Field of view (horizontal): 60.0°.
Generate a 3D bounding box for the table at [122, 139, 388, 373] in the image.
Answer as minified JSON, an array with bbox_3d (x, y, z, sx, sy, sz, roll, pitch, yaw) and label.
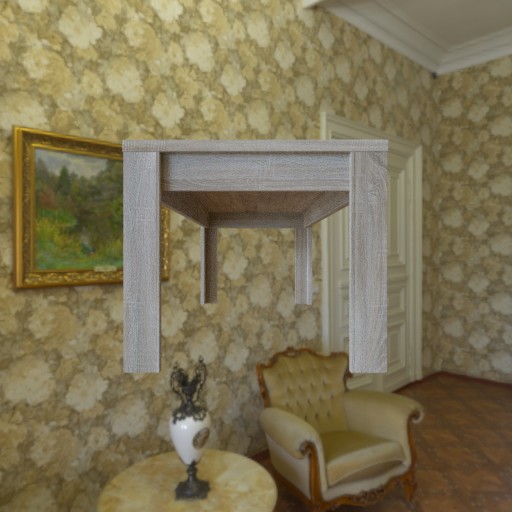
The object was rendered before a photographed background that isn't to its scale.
[{"bbox_3d":[0.000,0.000,2.600,0.900,0.790,2.200,0,0,0],"label":"table"}]
